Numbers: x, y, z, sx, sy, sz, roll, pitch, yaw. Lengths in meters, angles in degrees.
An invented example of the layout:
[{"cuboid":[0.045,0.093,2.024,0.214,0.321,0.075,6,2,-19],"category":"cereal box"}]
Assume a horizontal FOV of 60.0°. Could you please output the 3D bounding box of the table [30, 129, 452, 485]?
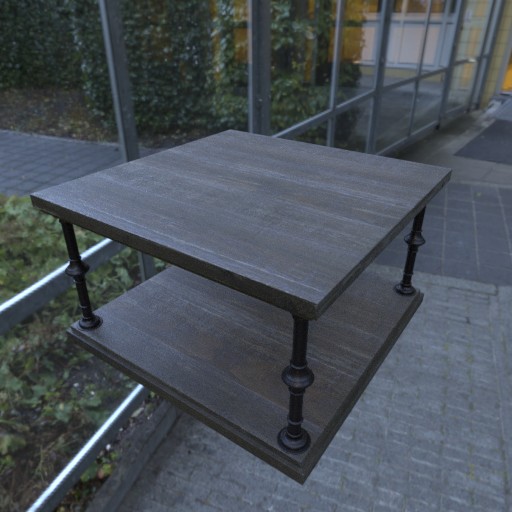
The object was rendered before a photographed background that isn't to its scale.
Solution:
[{"cuboid":[0.000,0.000,1.120,0.696,0.400,0.696,19,35,30],"category":"table"}]
